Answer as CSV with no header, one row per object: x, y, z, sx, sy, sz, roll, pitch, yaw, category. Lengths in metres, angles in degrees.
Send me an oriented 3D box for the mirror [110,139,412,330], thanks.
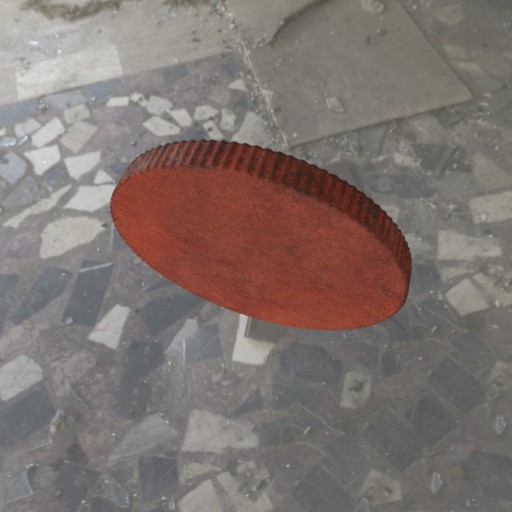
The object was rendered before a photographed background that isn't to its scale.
0.000,0.000,0.916,0.609,0.609,0.056,15,64,8,mirror
